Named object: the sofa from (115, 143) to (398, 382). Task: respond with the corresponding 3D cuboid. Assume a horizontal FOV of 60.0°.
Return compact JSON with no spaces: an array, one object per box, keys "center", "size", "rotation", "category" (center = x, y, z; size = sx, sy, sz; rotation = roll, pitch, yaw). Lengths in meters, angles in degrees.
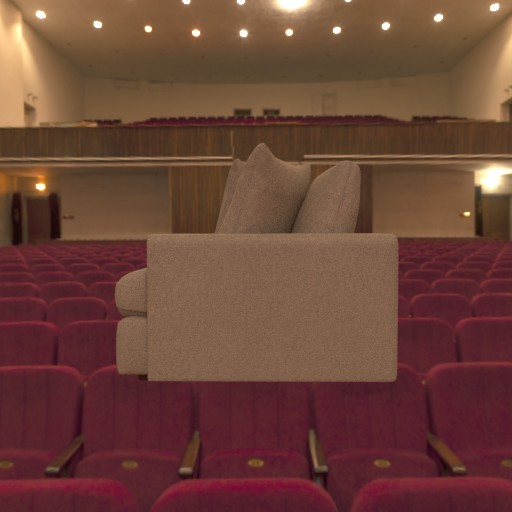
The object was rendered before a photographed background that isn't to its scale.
[{"center":[0.000,0.000,3.010],"size":[1.228,1.084,2.380],"rotation":[0,1,1],"category":"sofa"}]
